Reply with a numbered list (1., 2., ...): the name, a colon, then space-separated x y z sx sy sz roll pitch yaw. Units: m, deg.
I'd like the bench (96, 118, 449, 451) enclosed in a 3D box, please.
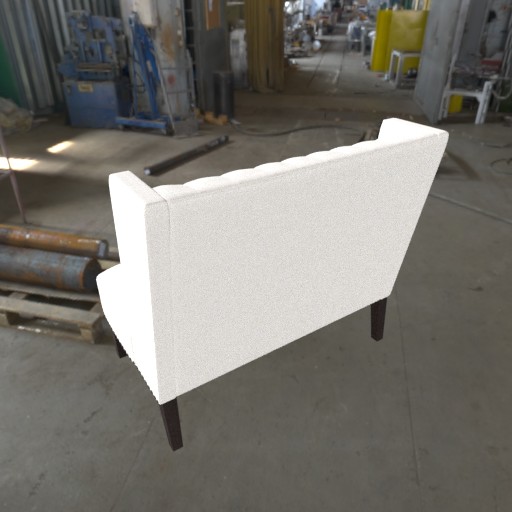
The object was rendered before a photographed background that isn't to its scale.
1. bench: 0.000 0.000 2.005 1.280 1.123 0.847 -19 36 -29
